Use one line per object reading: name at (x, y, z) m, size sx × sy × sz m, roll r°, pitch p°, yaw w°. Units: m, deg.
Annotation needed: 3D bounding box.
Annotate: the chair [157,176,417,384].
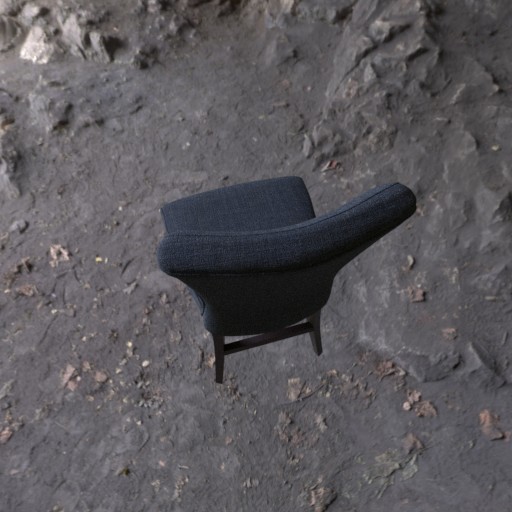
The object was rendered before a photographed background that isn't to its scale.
chair at (0.000, 0.000, 1.369) m, size 0.520 × 0.991 × 0.660 m, roll -14°, pitch 59°, yaw -9°
